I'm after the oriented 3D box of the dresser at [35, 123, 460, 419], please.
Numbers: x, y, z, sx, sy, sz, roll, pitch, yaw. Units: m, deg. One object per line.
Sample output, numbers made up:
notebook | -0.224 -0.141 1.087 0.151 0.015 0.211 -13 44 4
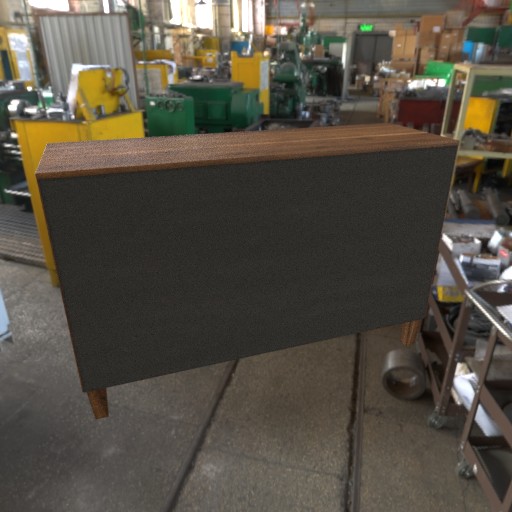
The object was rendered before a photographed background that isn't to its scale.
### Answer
dresser | 0.000 0.000 1.754 1.387 0.892 0.438 -8 27 -17
